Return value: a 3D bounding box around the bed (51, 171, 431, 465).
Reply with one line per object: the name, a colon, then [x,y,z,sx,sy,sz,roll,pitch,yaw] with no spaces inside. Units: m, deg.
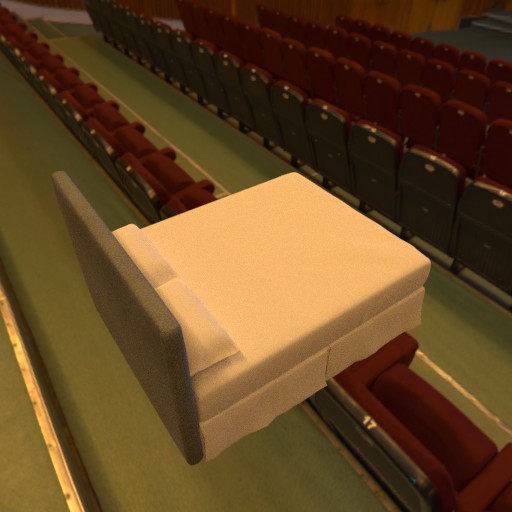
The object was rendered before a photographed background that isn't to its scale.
bed: [0.000,0.000,3.238,2.142,1.330,1.713,-25,46,-26]
